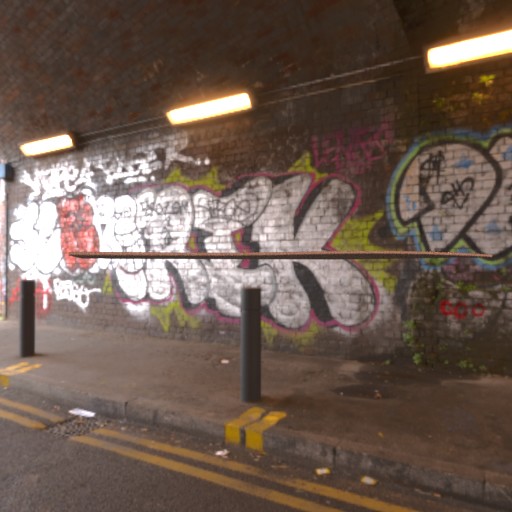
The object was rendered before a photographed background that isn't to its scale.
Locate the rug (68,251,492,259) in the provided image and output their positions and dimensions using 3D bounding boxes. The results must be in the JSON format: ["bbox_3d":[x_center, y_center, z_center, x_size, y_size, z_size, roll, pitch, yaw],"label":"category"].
[{"bbox_3d":[0.000,0.000,4.087,3.052,0.043,2.453,0,-1,-19],"label":"rug"}]
